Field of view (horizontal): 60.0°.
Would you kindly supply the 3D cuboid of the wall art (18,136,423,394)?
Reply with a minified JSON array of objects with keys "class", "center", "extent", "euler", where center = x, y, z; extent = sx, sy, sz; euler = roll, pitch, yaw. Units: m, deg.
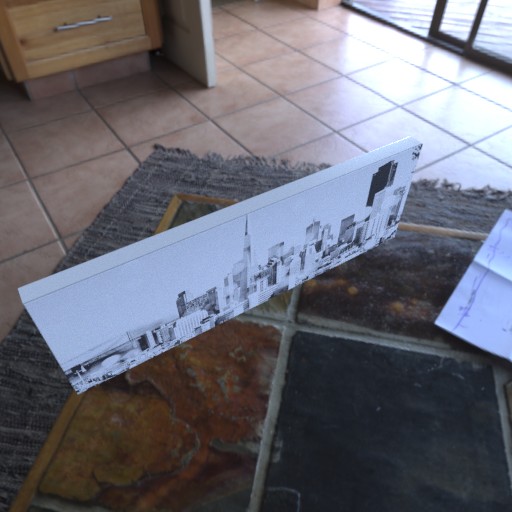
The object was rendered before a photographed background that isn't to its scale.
[{"class":"wall art","center":[0.000,0.000,0.844],"extent":[0.766,0.256,0.036],"euler":[-24,50,-22]}]
